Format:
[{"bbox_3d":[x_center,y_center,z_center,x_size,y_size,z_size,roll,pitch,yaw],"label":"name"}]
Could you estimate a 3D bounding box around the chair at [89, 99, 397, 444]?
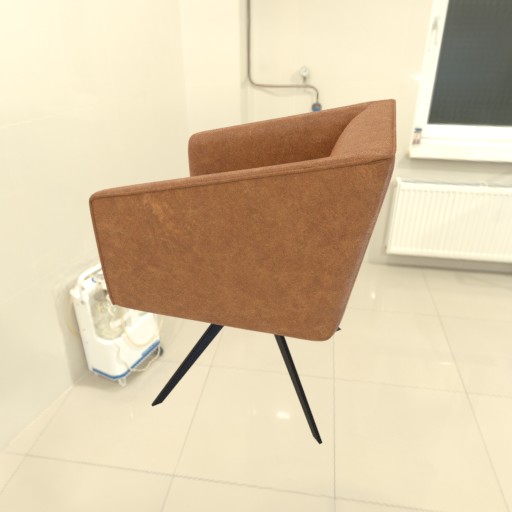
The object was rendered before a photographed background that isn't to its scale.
[{"bbox_3d":[0.000,0.000,1.204,0.625,0.760,0.588,7,29,13],"label":"chair"}]
